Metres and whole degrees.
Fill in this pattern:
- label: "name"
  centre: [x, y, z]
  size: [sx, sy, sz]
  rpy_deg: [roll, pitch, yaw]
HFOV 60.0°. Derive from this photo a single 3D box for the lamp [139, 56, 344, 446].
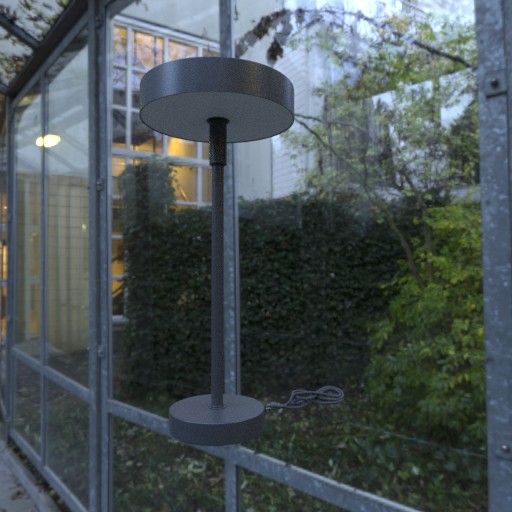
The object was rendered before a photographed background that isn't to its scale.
- label: "lamp"
  centre: [0.000, 0.000, 0.702]
  size: [0.369, 0.508, 0.229]
  rpy_deg: [1, -2, -36]
